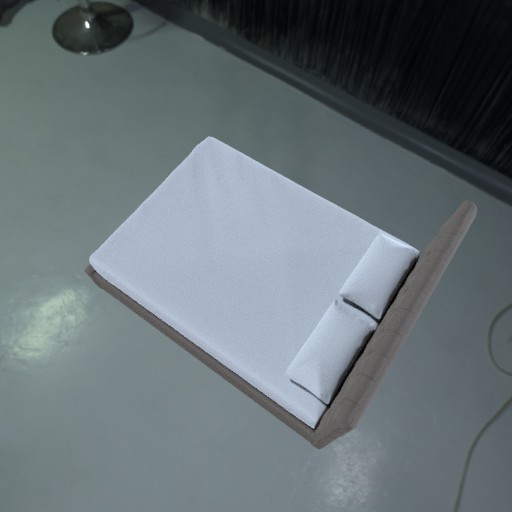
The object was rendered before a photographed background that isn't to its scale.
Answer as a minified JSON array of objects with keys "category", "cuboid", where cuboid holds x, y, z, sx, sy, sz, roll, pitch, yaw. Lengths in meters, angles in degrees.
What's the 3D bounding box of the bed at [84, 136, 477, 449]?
[{"category":"bed","cuboid":[0.000,0.000,3.483,2.387,1.427,1.698,32,68,15]}]
